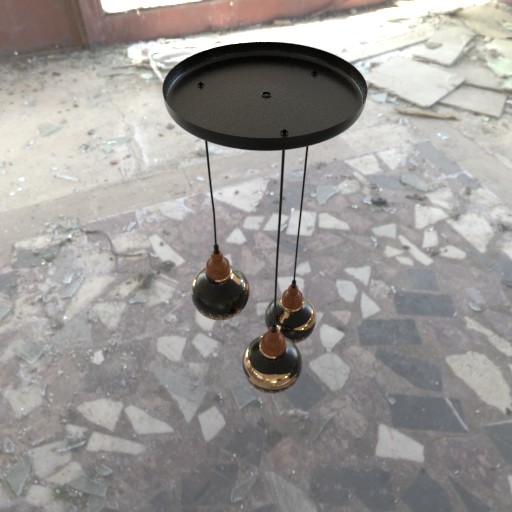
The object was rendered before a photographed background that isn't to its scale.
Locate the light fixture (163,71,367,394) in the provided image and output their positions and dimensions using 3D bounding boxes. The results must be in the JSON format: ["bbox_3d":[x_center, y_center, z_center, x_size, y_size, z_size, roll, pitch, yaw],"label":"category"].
[{"bbox_3d":[0.000,0.000,1.736,0.605,1.410,0.608,10,48,9],"label":"light fixture"}]
